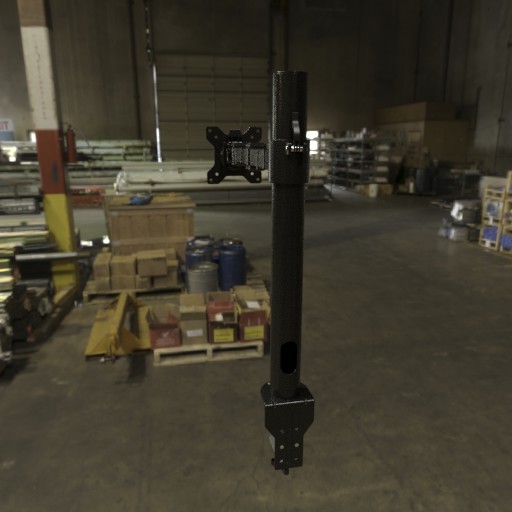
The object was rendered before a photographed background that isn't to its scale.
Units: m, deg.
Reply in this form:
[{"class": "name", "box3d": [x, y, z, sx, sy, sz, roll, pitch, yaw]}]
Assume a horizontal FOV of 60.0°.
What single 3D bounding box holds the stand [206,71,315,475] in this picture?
[{"class": "stand", "box3d": [0.000, 0.000, 0.735, 0.115, 0.510, 0.456, -3, 14, -11]}]
